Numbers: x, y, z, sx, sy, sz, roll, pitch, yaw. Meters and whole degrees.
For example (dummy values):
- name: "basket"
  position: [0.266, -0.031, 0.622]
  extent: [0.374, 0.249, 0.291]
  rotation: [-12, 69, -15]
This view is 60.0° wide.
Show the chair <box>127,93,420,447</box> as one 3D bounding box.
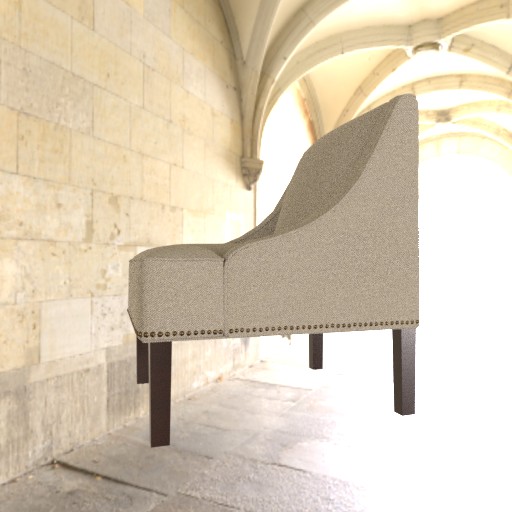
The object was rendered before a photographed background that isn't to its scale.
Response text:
- name: "chair"
  position: [0.000, 0.000, 1.370]
  extent: [0.748, 0.872, 0.628]
  rotation: [0, -1, -18]
